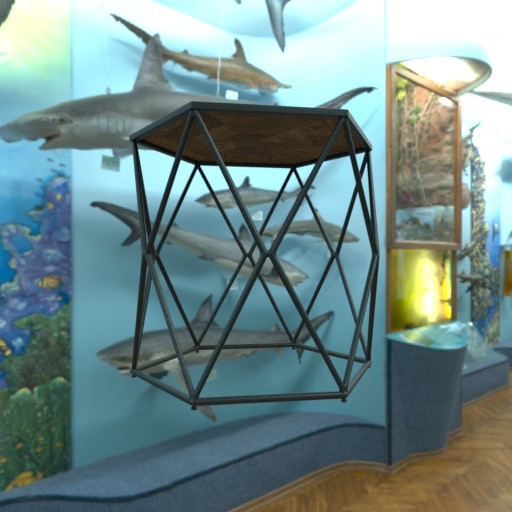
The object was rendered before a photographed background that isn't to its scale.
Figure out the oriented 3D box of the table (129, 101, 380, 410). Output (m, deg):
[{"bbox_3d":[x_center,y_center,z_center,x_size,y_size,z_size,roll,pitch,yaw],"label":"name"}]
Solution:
[{"bbox_3d":[0.000,0.000,1.078,0.579,0.564,0.578,0,0,-38],"label":"table"}]
